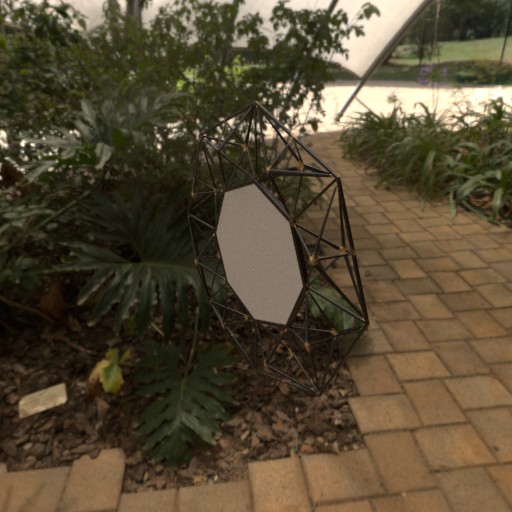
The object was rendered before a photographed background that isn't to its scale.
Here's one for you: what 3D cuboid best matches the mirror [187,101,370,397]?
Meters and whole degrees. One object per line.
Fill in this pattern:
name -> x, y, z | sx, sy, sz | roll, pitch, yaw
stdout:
mirror -> 0.000, 0.000, 1.070 | 0.094, 0.710, 0.710 | -17, 30, -31
